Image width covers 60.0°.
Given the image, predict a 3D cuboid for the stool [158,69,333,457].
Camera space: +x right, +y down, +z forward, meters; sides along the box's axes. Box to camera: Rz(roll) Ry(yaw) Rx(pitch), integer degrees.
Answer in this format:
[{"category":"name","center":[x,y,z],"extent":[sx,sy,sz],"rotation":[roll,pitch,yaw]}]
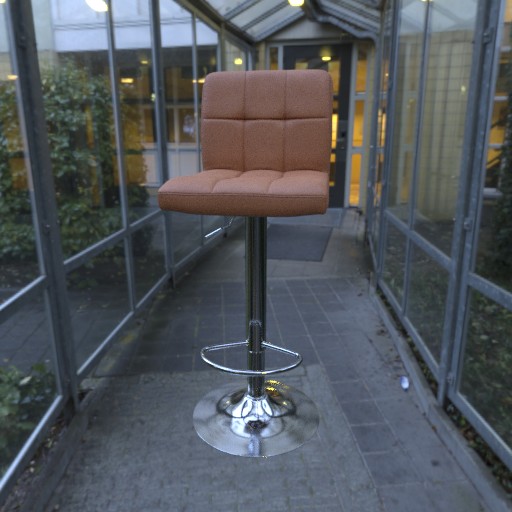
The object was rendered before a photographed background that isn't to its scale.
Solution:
[{"category":"stool","center":[0.000,0.000,1.353],"extent":[0.430,1.115,0.505],"rotation":[2,15,9]}]
